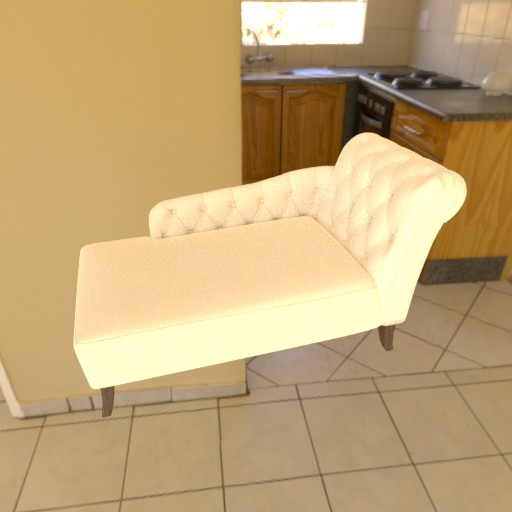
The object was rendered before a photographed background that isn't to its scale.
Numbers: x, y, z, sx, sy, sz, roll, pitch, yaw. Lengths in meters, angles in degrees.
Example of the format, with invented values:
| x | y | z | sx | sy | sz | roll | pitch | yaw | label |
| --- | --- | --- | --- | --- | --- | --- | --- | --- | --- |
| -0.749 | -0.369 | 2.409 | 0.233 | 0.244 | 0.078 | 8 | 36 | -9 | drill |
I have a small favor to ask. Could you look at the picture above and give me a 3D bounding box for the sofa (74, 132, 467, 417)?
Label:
| x | y | z | sx | sy | sz | roll | pitch | yaw | label |
| --- | --- | --- | --- | --- | --- | --- | --- | --- | --- |
| 0.000 | 0.000 | 1.794 | 1.379 | 0.787 | 0.675 | -9 | 31 | -15 | sofa |
